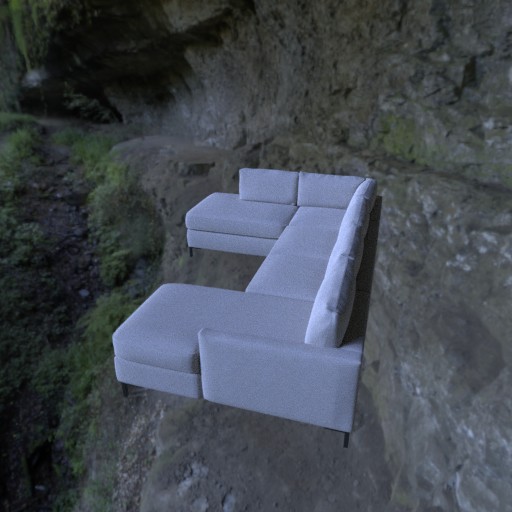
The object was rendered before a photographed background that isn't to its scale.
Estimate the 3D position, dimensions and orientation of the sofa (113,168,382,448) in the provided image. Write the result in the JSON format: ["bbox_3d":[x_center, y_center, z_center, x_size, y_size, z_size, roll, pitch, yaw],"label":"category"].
[{"bbox_3d":[0.000,0.000,3.829,1.989,0.862,2.984,7,26,15],"label":"sofa"}]
